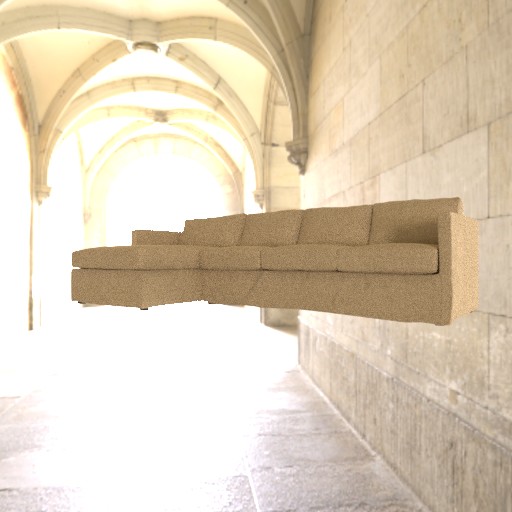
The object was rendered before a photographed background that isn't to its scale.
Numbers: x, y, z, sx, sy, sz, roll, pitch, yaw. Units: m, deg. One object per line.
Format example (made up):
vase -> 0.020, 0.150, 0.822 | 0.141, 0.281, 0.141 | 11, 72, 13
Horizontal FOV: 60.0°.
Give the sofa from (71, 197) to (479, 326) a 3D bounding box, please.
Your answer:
sofa -> 0.000, 0.000, 3.802 | 3.205, 0.922, 1.650 | 0, 0, 37
